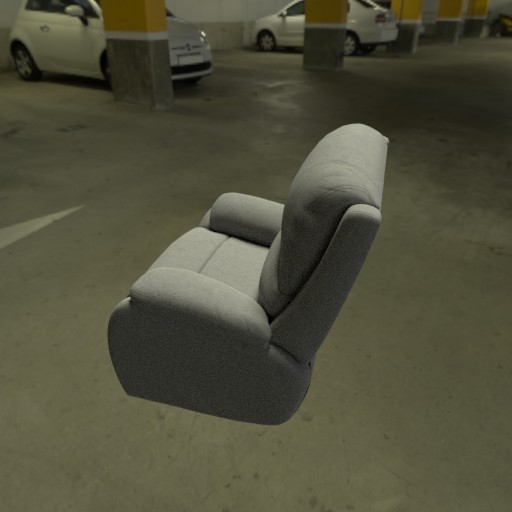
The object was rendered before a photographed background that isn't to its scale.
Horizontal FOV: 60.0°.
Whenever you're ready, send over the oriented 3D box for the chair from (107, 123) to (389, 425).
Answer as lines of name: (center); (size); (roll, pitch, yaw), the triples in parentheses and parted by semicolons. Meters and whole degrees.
chair: (0.000, 0.000, 1.770); (0.899, 1.011, 0.930); (8, 30, 14)
